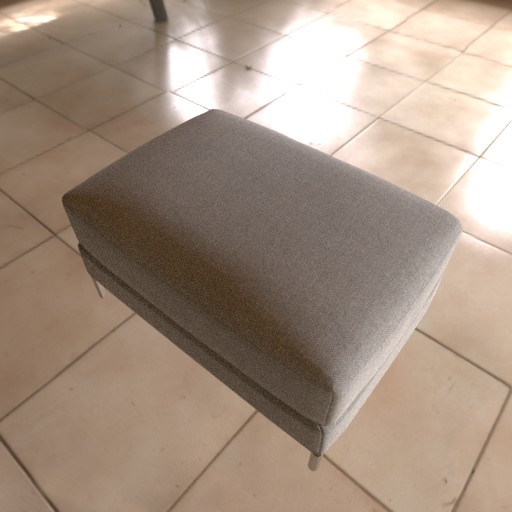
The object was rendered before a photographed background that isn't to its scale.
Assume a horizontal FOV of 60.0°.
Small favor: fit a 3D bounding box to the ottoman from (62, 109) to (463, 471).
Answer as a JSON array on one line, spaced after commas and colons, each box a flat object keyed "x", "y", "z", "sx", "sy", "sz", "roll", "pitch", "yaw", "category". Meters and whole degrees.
[{"x": 0.000, "y": 0.000, "z": 1.173, "sx": 0.838, "sy": 0.457, "sz": 0.584, "roll": 31, "pitch": 55, "yaw": 25, "category": "ottoman"}]
